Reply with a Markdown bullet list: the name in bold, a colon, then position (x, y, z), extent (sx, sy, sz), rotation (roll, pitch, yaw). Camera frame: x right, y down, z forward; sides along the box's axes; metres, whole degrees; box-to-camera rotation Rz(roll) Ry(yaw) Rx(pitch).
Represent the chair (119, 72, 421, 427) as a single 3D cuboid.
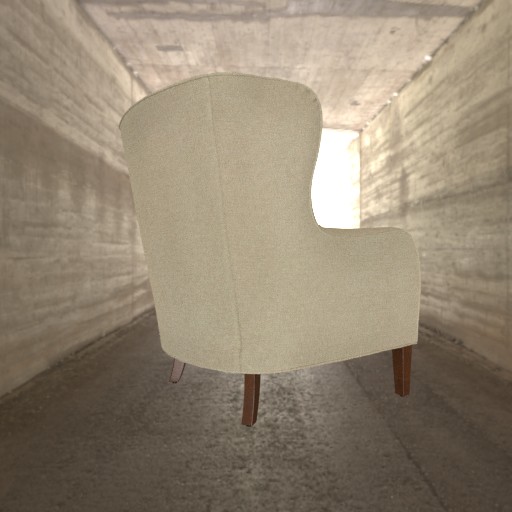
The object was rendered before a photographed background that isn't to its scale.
- **chair**: position (0.000, 0.000, 1.702), extent (0.966, 1.040, 0.838), rotation (0, 1, -35)
